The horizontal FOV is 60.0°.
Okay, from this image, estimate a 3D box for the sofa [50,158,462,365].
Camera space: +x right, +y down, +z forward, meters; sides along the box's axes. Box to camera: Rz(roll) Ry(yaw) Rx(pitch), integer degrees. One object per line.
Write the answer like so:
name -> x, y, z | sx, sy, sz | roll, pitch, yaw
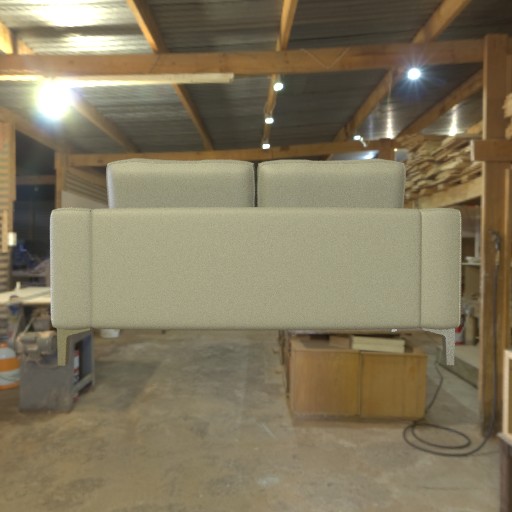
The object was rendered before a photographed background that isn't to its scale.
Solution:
sofa -> 0.000, 0.000, 2.214 | 1.726, 0.893, 0.833 | 0, 1, 0
